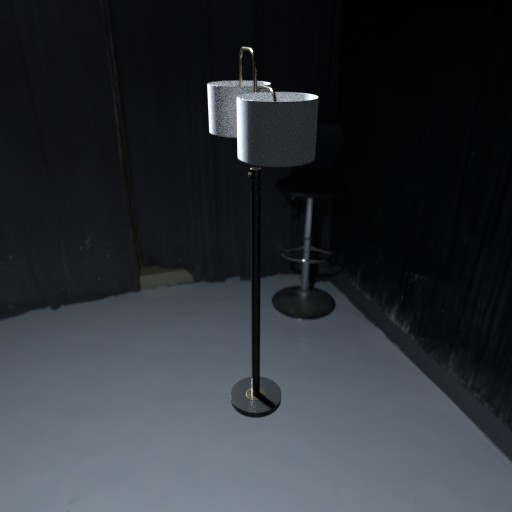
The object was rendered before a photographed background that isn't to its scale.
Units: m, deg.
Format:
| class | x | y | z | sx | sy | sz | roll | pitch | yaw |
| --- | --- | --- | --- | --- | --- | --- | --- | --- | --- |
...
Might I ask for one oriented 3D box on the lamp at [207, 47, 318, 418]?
| class | x | y | z | sx | sy | sz | roll | pitch | yaw |
| --- | --- | --- | --- | --- | --- | --- | --- | --- | --- |
| lamp | 0.000 | 0.000 | 1.866 | 0.254 | 1.587 | 0.711 | -8 | 27 | -15 |
